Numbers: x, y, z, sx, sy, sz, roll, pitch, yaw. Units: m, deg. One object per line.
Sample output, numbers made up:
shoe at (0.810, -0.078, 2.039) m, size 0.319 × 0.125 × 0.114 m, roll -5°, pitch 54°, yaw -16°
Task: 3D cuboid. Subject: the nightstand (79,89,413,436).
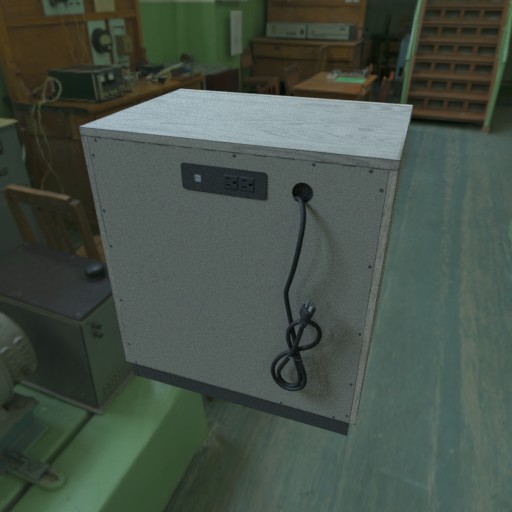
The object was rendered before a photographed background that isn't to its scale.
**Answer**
nightstand at (0.000, 0.000, 1.100) m, size 0.612 × 0.673 × 0.483 m, roll 10°, pitch 32°, yaw 17°
